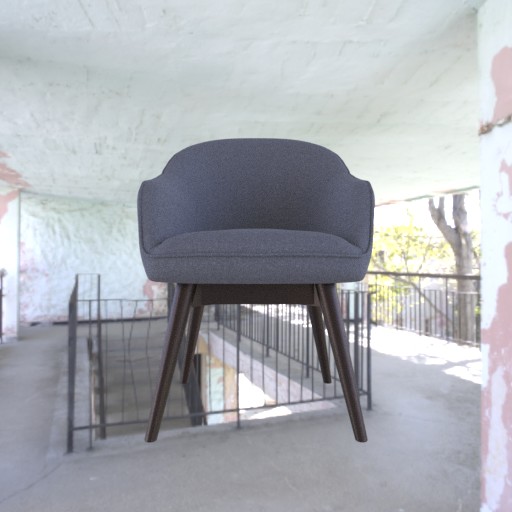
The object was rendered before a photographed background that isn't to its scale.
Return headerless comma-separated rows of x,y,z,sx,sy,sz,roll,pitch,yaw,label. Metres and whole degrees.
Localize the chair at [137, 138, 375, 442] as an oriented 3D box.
0.000,0.000,1.224,0.589,0.810,0.611,0,-1,0,chair
